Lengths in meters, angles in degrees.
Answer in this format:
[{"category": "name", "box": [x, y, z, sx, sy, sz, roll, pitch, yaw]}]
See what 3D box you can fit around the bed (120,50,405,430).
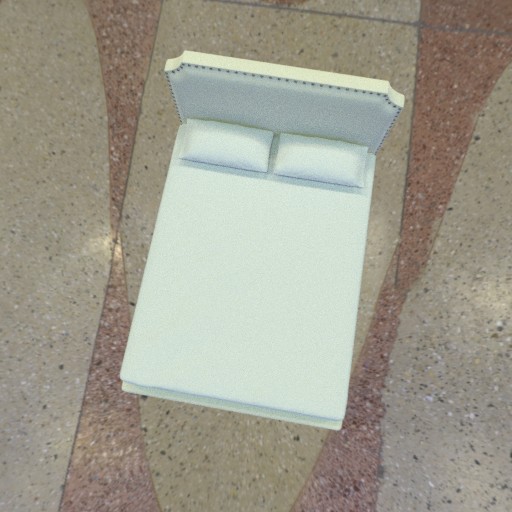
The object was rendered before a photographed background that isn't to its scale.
[{"category": "bed", "box": [0.000, 0.000, 3.387, 1.703, 1.415, 2.329, 10, 76, 2]}]
